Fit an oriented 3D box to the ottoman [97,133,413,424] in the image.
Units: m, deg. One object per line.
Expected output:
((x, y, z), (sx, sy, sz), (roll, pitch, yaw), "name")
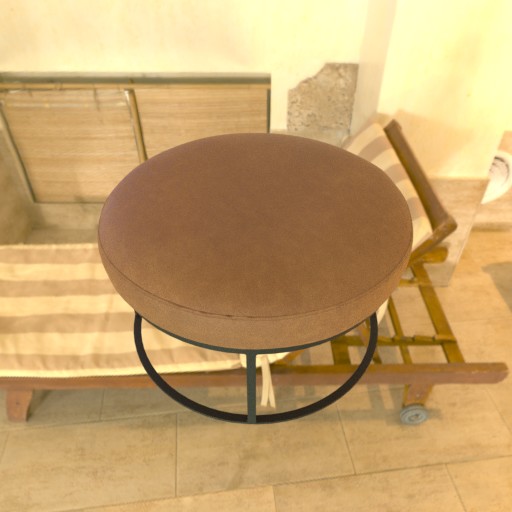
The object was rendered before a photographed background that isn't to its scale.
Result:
((0.000, 0.000, 1.218), (0.771, 0.460, 0.771), (0, 41, 0), "ottoman")
